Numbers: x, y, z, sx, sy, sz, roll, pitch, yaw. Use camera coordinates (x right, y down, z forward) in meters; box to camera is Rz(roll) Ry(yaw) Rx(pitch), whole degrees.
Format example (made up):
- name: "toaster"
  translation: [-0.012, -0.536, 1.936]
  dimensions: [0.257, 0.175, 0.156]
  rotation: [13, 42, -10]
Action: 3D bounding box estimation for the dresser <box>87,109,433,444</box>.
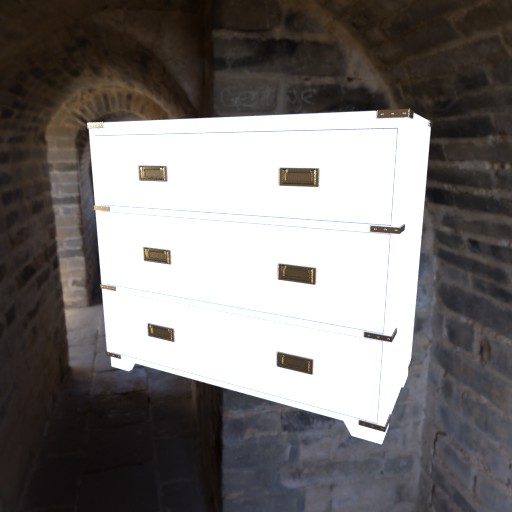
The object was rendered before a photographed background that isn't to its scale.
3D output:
- name: "dresser"
  translation: [0.000, 0.000, 1.536]
  dimensions: [1.022, 0.891, 0.460]
  rotation: [7, 15, 27]
